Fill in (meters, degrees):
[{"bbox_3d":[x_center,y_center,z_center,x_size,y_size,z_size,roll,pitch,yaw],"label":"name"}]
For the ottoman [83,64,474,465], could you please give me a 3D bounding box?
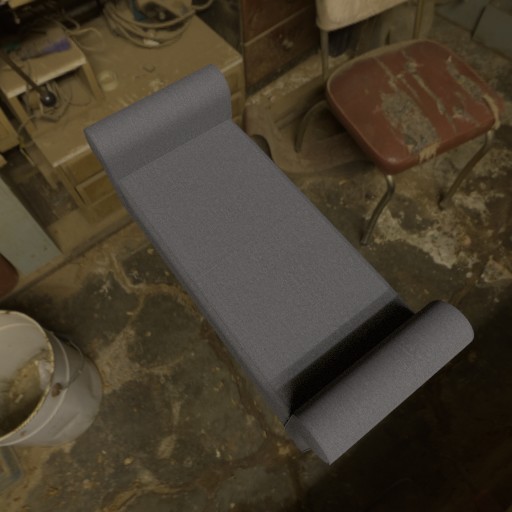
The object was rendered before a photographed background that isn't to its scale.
[{"bbox_3d":[0.000,0.000,1.523,0.521,0.547,1.256,-34,69,-15],"label":"ottoman"}]
